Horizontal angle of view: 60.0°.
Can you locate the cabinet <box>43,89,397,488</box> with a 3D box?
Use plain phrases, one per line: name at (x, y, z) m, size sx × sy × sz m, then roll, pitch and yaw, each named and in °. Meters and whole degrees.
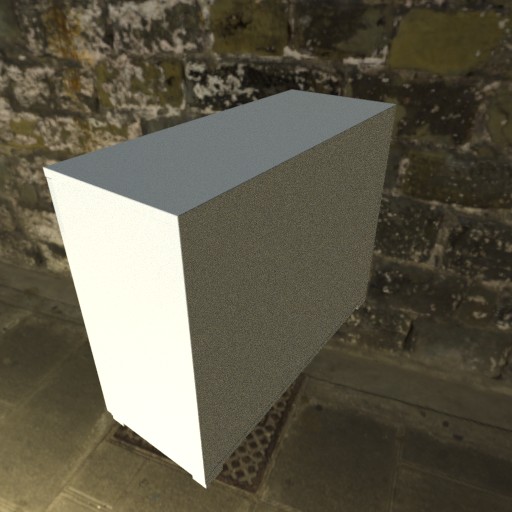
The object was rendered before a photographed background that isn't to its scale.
cabinet at (0.000, 0.000, 1.401) m, size 0.400 × 0.800 × 1.000 m, roll 21°, pitch 37°, yaw 30°
